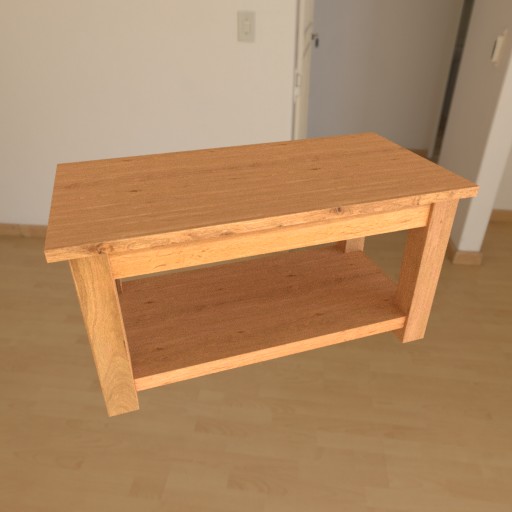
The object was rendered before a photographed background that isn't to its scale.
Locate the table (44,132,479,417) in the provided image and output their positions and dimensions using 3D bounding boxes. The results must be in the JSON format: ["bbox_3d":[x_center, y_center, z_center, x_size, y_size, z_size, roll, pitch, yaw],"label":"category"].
[{"bbox_3d":[0.000,0.000,1.164,0.899,0.452,0.450,-10,33,-16],"label":"table"}]
